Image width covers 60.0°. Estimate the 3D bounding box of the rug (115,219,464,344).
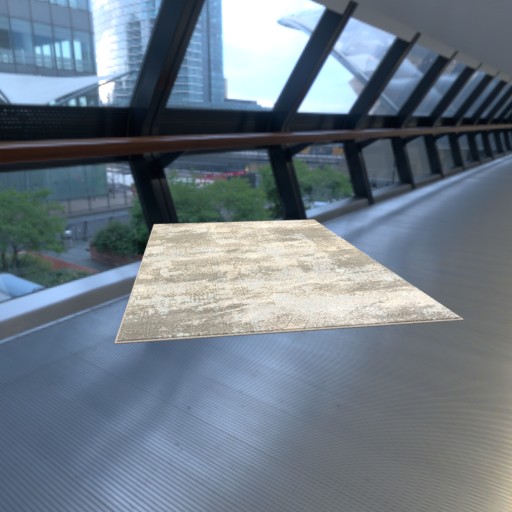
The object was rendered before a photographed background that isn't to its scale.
[{"bbox_3d":[0.000,0.000,3.061,1.536,0.012,2.431,-2,16,-9],"label":"rug"}]
